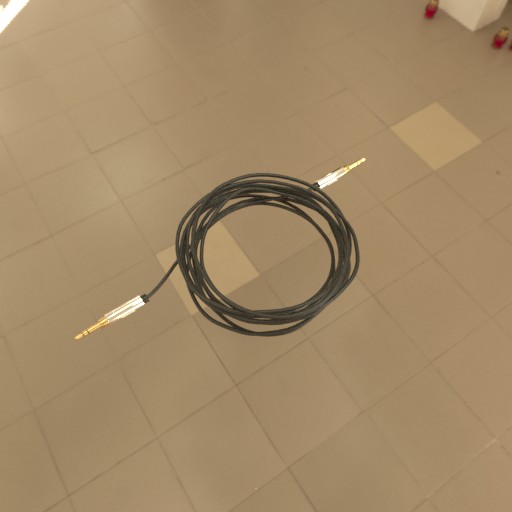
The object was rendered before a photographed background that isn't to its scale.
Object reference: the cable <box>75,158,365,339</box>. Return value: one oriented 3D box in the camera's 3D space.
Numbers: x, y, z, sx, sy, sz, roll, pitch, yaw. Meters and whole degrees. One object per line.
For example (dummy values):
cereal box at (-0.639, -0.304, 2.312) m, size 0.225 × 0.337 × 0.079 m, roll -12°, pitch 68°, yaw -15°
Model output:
cable at (0.000, 0.000, 0.510) m, size 0.432 × 0.069 × 0.198 m, roll -31°, pitch 66°, yaw -15°
